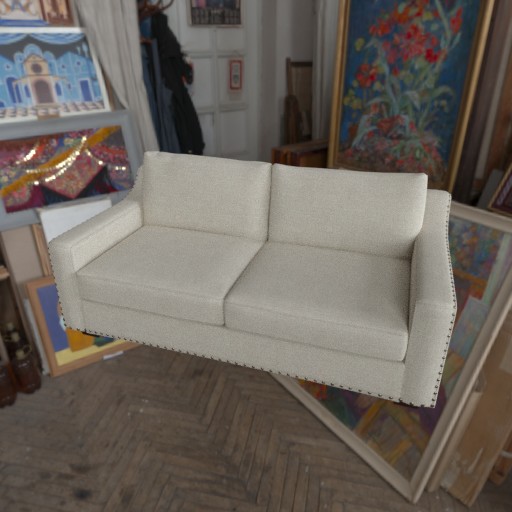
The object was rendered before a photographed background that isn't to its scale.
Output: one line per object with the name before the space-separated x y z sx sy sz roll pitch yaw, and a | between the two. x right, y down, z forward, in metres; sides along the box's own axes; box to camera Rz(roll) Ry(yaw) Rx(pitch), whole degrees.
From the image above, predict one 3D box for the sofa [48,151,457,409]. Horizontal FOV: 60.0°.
sofa | 0.000 0.000 2.637 2.107 0.983 1.104 8 27 16
